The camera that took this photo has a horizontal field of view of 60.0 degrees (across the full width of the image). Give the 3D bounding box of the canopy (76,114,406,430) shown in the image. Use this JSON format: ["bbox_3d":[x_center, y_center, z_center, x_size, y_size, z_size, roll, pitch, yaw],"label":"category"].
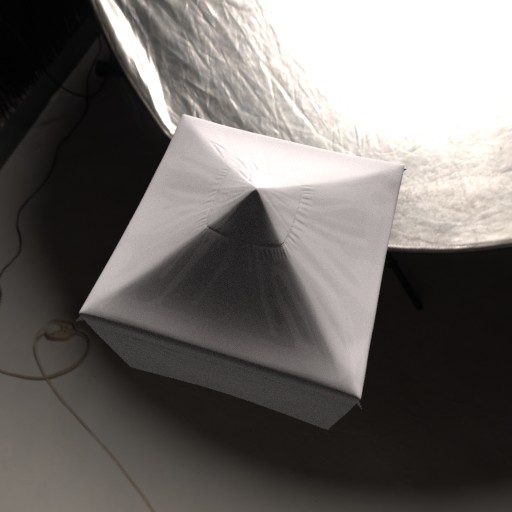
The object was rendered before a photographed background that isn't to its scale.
[{"bbox_3d":[0.000,0.000,5.575,3.043,2.997,3.121,15,63,8],"label":"canopy"}]
